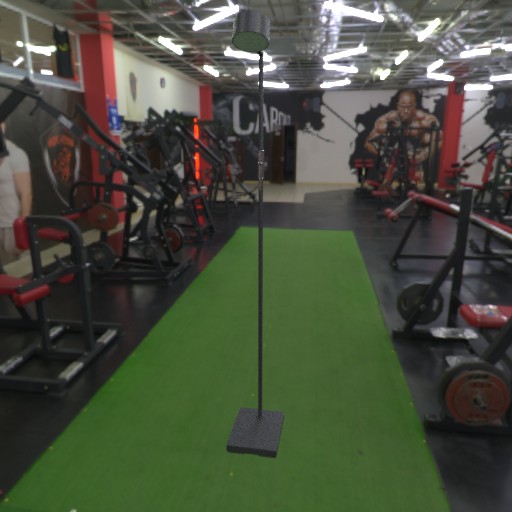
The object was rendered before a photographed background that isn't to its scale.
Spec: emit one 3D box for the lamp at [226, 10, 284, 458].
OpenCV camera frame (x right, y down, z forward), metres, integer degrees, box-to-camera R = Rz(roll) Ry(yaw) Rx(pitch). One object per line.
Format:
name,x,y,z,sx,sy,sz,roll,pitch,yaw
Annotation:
lamp,0.000,0.000,1.666,0.203,1.600,0.304,3,15,10
